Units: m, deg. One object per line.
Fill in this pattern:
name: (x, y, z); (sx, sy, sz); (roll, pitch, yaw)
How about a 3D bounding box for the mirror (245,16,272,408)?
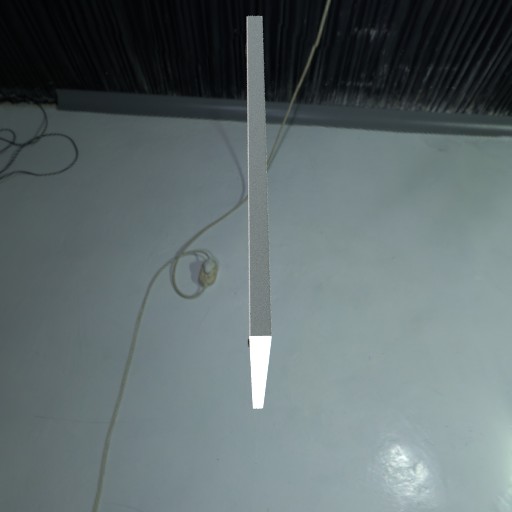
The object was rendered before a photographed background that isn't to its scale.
mirror: (0.000, 0.000, 1.334); (0.040, 1.016, 0.762); (-1, 65, 0)
